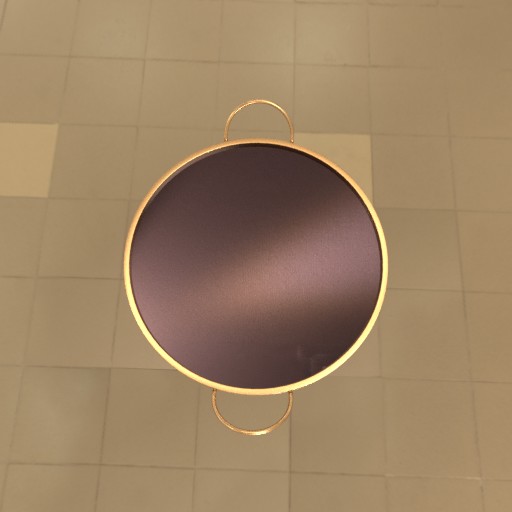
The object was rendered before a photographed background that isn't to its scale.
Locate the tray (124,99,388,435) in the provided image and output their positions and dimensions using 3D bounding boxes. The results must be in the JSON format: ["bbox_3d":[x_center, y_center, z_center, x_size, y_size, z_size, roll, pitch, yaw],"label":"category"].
[{"bbox_3d":[0.000,0.000,0.729,0.438,0.069,0.543,1,75,0],"label":"tray"}]
